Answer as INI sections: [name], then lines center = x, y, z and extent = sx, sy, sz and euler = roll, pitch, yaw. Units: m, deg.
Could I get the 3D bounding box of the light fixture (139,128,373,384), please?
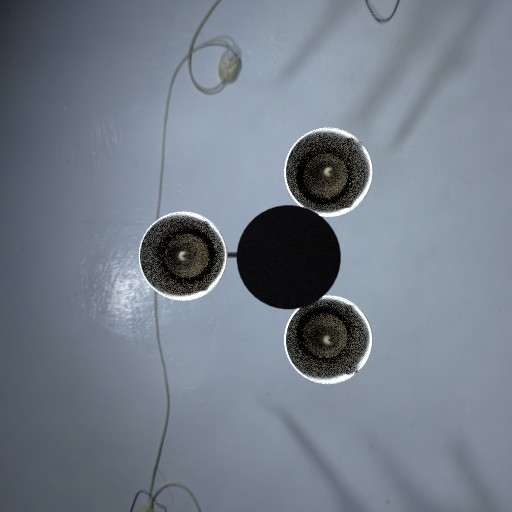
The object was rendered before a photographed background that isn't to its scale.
[light fixture]
center = 0.000, 0.000, 0.694
extent = 0.354, 0.370, 0.388
euler = 0, 90, 0
